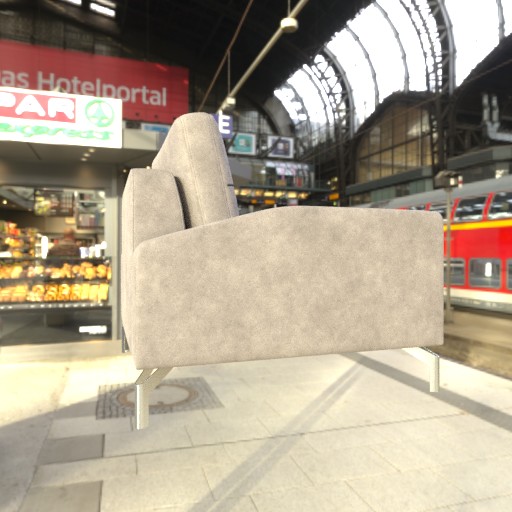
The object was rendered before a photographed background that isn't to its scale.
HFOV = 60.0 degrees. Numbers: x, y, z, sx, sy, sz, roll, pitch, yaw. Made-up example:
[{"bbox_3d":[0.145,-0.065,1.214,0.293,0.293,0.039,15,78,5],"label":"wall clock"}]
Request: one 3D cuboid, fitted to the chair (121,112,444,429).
[{"bbox_3d":[0.000,0.000,1.578,0.900,0.800,0.900,0,0,-19],"label":"chair"}]
